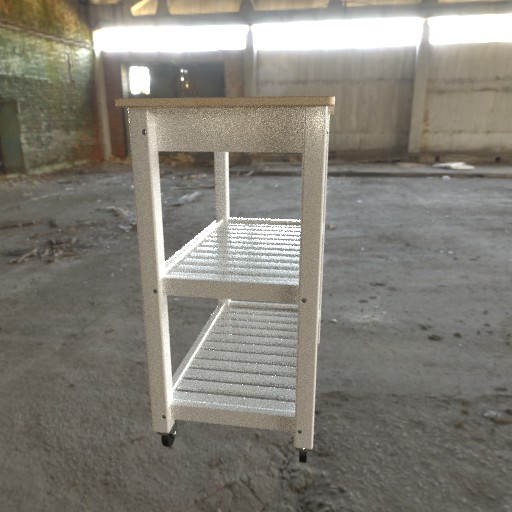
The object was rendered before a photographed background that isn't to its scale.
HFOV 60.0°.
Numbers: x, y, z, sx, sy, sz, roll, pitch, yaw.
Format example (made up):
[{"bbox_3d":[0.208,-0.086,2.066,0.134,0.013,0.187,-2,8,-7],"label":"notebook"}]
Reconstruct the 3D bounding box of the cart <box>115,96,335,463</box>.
[{"bbox_3d":[0.000,0.000,1.446,0.457,0.927,0.899,3,17,9],"label":"cart"}]
